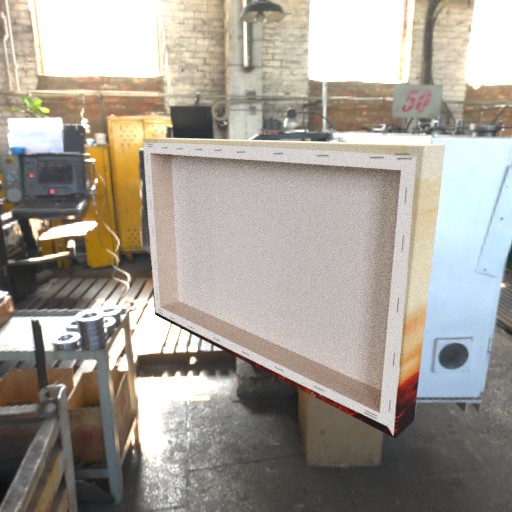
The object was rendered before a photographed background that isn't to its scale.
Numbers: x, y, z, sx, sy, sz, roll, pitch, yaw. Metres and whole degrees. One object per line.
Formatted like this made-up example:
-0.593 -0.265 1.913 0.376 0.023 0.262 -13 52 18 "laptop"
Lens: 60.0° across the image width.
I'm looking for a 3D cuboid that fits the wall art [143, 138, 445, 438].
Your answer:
0.000 0.000 0.498 0.383 0.251 0.037 15 22 43 "wall art"
